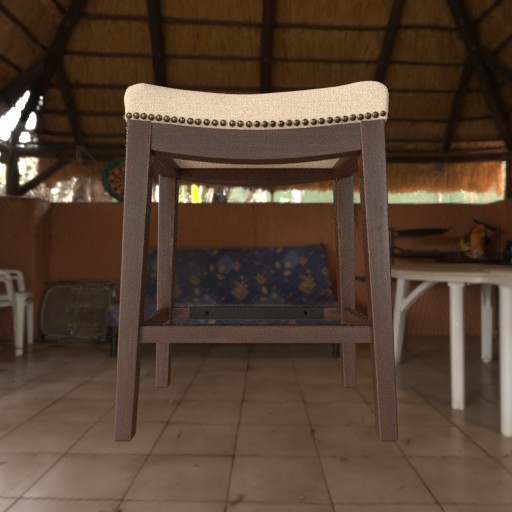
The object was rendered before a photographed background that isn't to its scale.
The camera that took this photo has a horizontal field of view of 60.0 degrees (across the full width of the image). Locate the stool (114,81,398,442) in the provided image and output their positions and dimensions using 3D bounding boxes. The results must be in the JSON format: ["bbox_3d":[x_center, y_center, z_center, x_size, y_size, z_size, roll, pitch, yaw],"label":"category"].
[{"bbox_3d":[0.000,0.000,0.975,0.509,0.669,0.363,0,0,0],"label":"stool"}]
